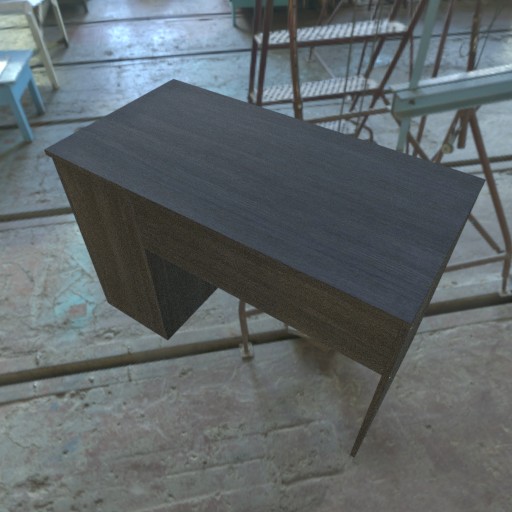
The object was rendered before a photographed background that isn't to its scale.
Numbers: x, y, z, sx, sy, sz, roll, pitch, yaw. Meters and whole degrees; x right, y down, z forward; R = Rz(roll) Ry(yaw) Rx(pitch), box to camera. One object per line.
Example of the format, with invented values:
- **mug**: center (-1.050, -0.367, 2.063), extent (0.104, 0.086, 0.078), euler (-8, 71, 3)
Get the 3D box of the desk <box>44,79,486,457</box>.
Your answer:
- **desk**: center (0.000, 0.000, 1.486), extent (1.096, 0.730, 0.560), euler (26, 51, 23)
